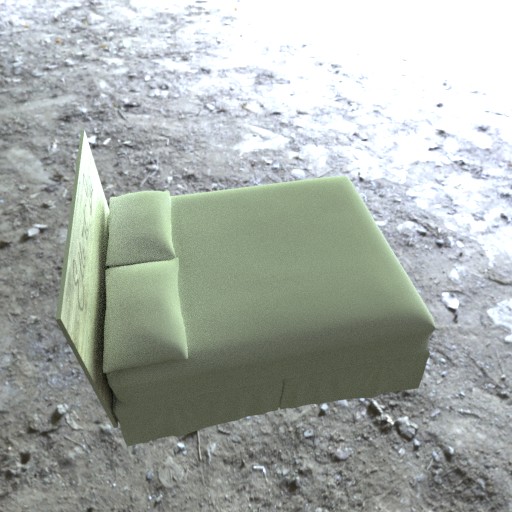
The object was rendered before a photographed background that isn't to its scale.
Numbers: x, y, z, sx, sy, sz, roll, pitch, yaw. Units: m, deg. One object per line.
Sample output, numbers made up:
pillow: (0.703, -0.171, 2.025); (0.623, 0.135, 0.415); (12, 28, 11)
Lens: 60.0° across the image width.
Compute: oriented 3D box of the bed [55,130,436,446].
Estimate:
bed: (0.000, 0.000, 3.093); (2.094, 1.335, 1.745); (-8, 46, -8)
